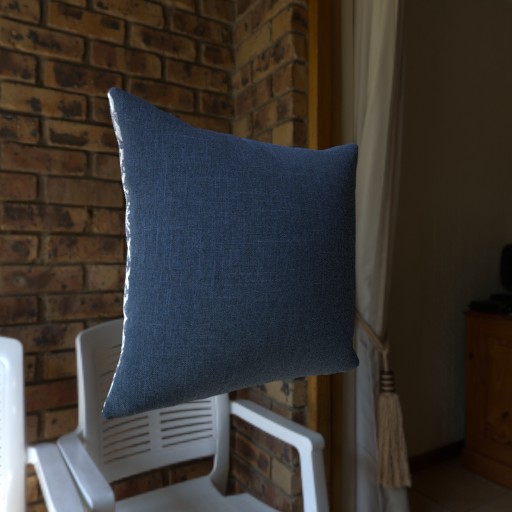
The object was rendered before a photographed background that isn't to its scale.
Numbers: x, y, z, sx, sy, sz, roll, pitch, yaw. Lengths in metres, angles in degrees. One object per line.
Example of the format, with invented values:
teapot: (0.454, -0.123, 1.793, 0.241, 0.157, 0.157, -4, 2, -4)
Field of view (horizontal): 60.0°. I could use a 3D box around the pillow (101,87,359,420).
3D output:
pillow: (0.000, 0.000, 0.793, 0.546, 0.487, 0.180, 0, 0, -37)
